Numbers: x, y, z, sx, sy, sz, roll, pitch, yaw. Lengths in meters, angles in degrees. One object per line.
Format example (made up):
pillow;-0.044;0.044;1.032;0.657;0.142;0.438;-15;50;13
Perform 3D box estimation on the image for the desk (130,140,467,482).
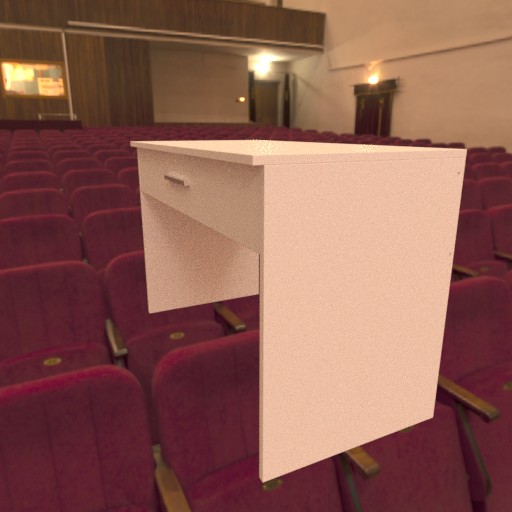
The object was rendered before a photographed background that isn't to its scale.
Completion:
desk;0.000;0.000;1.494;0.560;0.730;1.100;-8;18;-25
